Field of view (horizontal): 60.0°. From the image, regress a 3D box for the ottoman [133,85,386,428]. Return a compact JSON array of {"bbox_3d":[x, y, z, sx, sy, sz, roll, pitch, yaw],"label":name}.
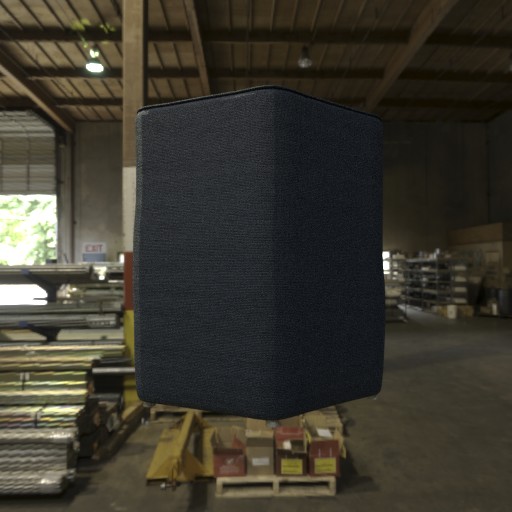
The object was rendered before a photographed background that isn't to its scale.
[{"bbox_3d":[0.000,0.000,0.874,0.454,0.505,0.492,0,-1,-2],"label":"ottoman"}]
